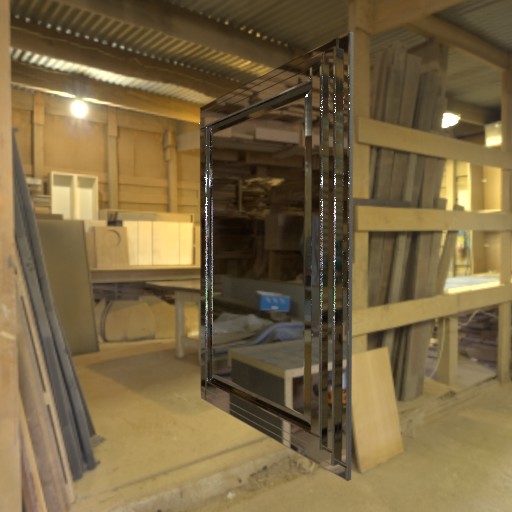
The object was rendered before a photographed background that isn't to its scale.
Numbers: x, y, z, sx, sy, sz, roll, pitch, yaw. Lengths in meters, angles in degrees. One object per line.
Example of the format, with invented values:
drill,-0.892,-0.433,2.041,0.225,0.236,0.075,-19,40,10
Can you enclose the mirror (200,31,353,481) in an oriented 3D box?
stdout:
mirror,0.000,0.000,1.141,0.039,0.914,0.613,-1,2,-36
